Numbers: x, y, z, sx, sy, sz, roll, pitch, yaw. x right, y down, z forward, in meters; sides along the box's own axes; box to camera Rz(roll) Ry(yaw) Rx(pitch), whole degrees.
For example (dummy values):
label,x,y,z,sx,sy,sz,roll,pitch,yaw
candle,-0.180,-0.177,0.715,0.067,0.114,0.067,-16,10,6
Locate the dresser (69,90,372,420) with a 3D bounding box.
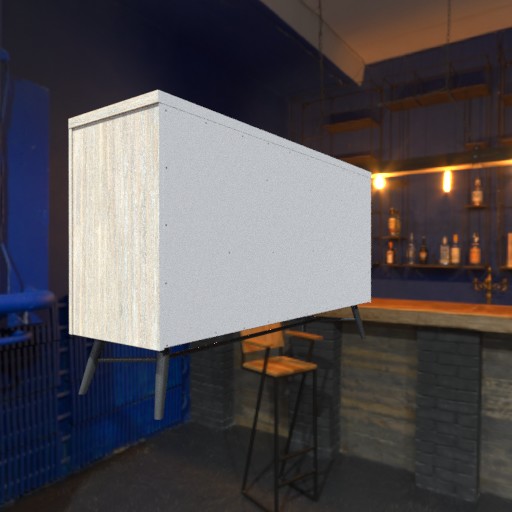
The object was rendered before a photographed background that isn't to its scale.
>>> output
label,x,y,z,sx,sy,sz,roll,pitch,yaw
dresser,0.000,0.000,1.961,0.457,0.914,1.524,0,0,36
